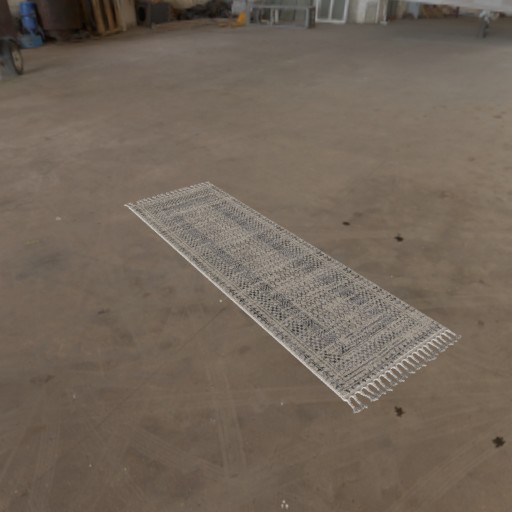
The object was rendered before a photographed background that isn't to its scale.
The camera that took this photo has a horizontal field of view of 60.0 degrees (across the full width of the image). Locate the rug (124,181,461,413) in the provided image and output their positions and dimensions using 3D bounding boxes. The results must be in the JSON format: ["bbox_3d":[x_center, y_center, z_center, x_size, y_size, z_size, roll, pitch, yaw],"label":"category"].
[{"bbox_3d":[0.000,0.000,2.876,0.786,0.013,2.480,-22,39,-30],"label":"rug"}]
